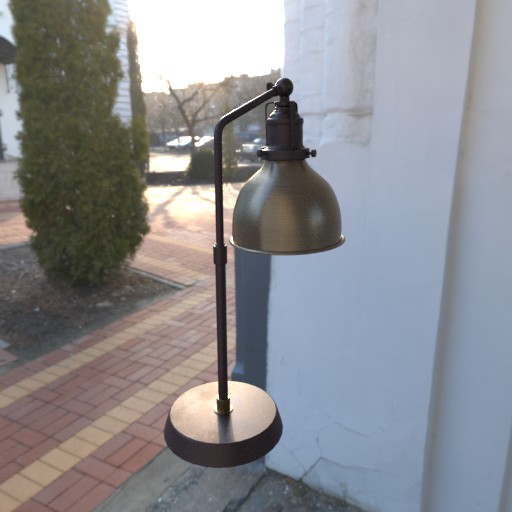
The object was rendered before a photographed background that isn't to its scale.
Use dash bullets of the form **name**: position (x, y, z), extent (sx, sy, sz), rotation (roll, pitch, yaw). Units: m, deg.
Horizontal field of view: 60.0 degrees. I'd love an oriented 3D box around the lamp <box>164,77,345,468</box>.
- **lamp**: position (0.000, 0.000, 0.610), extent (0.298, 0.469, 0.175), rotation (-13, 20, -42)
